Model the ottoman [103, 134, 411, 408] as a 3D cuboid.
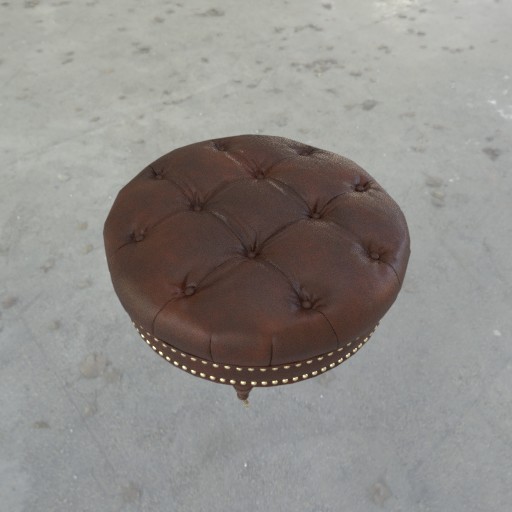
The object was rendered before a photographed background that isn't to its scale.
[{"bbox_3d":[0.000,0.000,1.410,0.901,0.455,0.901,0,46,0],"label":"ottoman"}]
